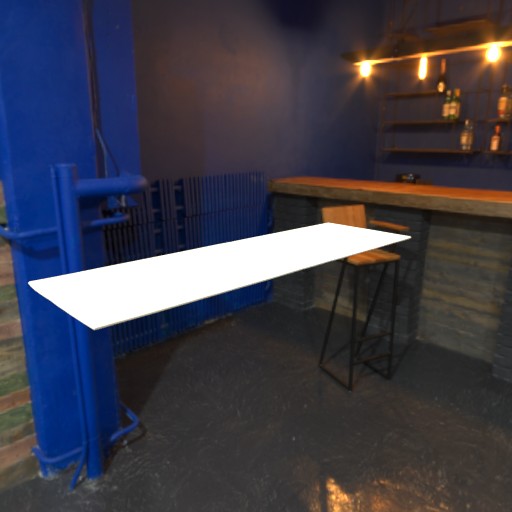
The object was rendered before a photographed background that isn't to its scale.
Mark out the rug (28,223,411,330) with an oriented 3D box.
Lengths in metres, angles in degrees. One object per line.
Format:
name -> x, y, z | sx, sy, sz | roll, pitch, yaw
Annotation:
rug -> 0.000, 0.000, 2.774 | 2.450, 0.014, 0.793 | -13, 20, -41
